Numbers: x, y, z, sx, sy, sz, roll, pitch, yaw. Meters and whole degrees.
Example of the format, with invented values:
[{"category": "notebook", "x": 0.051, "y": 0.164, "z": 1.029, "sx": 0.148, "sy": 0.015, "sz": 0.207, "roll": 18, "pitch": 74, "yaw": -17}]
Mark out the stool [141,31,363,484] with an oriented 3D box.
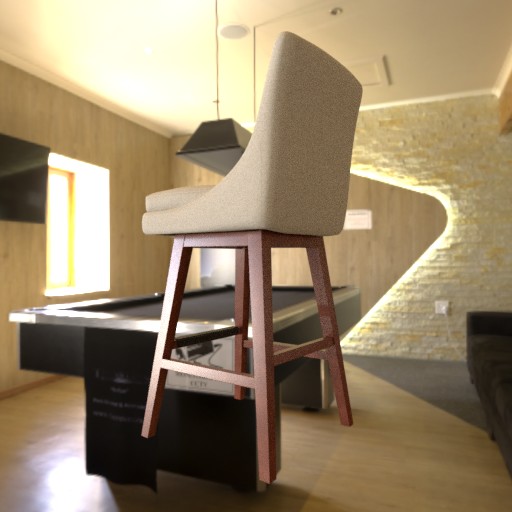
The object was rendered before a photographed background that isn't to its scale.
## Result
[{"category": "stool", "x": 0.000, "y": 0.000, "z": 1.377, "sx": 0.559, "sy": 1.092, "sz": 0.470, "roll": 0, "pitch": 0, "yaw": 37}]
